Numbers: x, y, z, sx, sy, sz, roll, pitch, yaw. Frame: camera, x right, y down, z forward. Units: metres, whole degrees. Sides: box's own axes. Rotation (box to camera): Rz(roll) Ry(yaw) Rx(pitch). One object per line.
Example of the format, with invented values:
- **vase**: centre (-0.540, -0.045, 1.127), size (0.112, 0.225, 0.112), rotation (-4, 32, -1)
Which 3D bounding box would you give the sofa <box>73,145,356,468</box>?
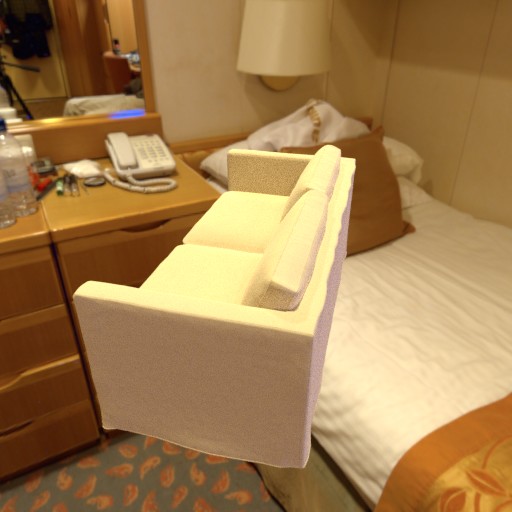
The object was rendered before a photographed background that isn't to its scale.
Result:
- **sofa**: centre (0.000, 0.000, 2.514), size (0.940, 0.870, 1.987), rotation (8, 31, 13)
